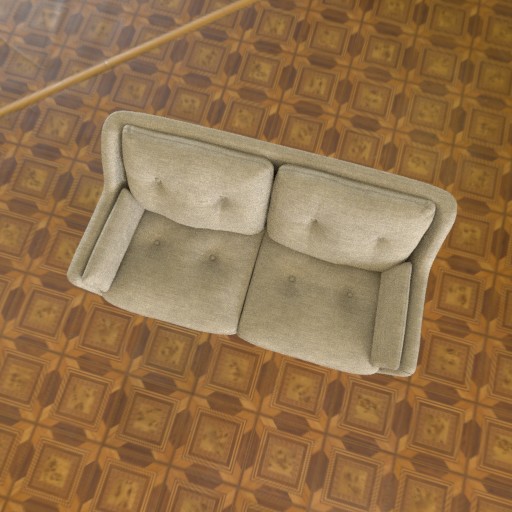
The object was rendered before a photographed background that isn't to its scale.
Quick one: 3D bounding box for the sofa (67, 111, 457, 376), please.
[{"bbox_3d":[0.000,0.000,2.539,1.930,0.897,0.976,15,76,4],"label":"sofa"}]
